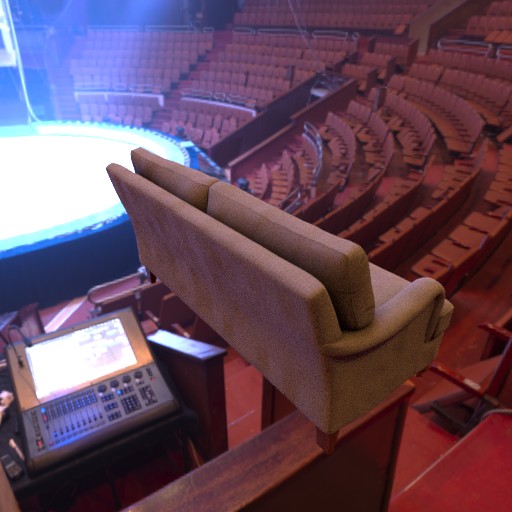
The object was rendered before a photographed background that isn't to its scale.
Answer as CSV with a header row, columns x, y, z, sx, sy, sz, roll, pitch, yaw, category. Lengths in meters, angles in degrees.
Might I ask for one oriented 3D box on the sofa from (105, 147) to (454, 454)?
x,y,z,sx,sy,sz,roll,pitch,yaw,category
0.000,0.000,2.803,1.069,1.096,2.193,-19,32,-32,sofa
